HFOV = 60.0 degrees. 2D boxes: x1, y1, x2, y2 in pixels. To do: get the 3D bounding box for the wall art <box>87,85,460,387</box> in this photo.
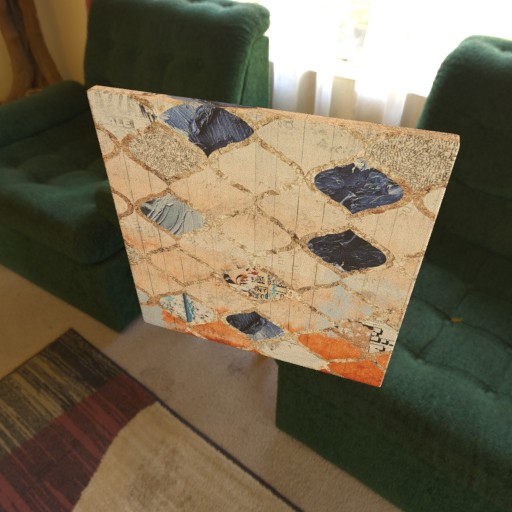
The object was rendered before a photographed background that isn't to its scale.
[{"bbox_3d":[0.000,0.000,1.344,0.912,0.914,0.039,13,43,14],"label":"wall art"}]
